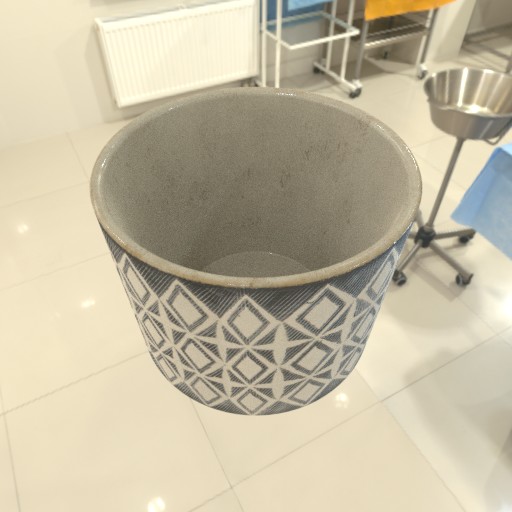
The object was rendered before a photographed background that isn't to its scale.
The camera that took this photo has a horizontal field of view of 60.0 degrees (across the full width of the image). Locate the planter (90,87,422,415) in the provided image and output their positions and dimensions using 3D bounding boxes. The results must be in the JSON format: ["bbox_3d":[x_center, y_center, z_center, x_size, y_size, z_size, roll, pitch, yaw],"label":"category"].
[{"bbox_3d":[0.000,0.000,0.324,0.192,0.165,0.192,0,47,0],"label":"planter"}]
